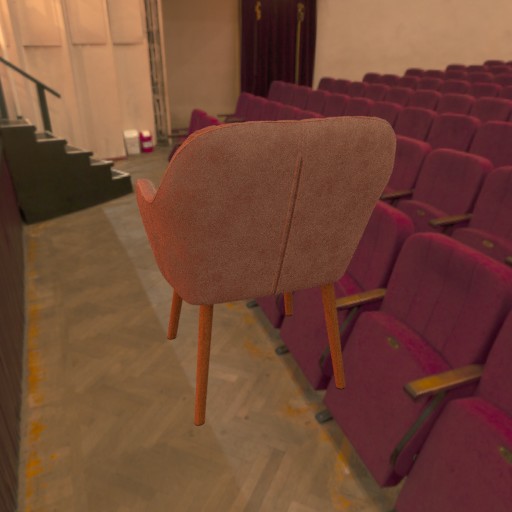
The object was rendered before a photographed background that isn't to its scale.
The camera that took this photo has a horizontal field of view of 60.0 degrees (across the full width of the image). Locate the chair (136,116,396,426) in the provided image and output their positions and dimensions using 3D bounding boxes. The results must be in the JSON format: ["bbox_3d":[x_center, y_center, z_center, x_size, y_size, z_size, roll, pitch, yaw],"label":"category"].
[{"bbox_3d":[0.000,0.000,1.269,0.610,0.832,0.570,-8,27,-17],"label":"chair"}]
